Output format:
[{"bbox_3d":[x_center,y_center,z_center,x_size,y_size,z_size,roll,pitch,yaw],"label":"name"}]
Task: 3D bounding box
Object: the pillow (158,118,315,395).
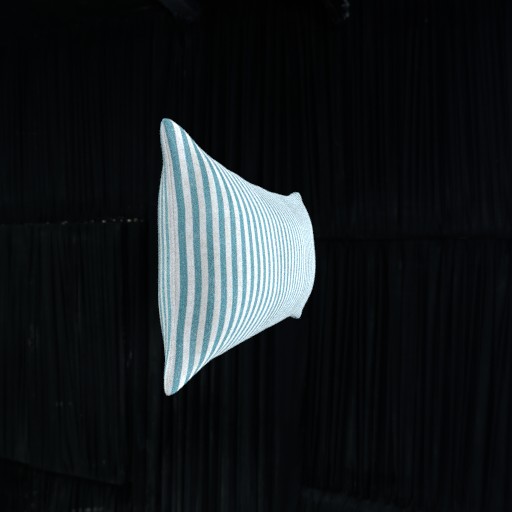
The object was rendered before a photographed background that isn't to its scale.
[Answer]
[{"bbox_3d":[0.000,0.000,0.756,0.151,0.295,0.617,0,0,19],"label":"pillow"}]
